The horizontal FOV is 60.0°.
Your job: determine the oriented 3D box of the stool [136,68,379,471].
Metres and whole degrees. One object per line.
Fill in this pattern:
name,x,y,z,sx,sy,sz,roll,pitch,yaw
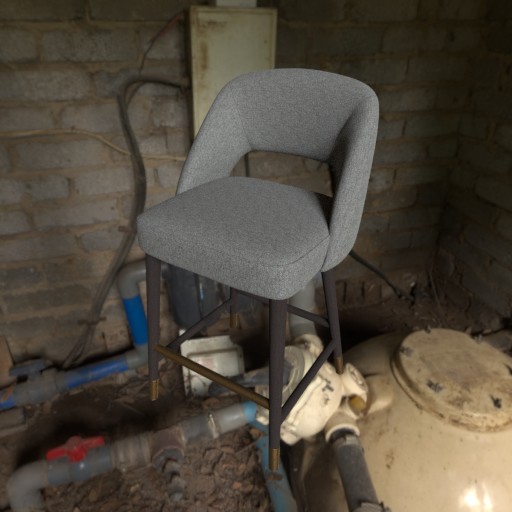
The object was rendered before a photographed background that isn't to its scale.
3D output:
stool,0.000,0.000,1.239,0.536,0.925,0.524,18,34,29
